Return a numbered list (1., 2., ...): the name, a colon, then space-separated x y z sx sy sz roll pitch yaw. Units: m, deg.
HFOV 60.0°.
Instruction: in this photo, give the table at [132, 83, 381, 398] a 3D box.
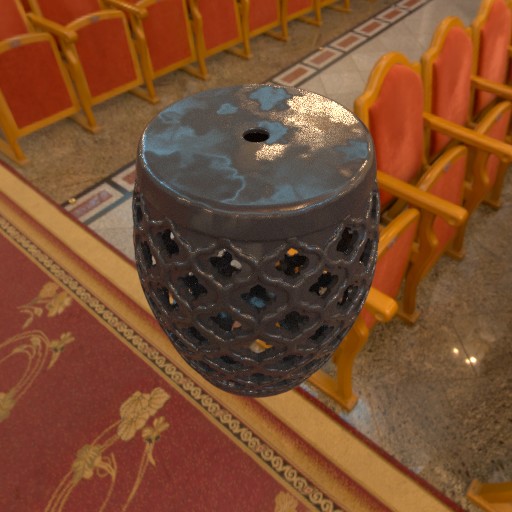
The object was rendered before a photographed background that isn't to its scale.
1. table: 0.000 0.000 0.629 0.325 0.388 0.325 0 46 0
